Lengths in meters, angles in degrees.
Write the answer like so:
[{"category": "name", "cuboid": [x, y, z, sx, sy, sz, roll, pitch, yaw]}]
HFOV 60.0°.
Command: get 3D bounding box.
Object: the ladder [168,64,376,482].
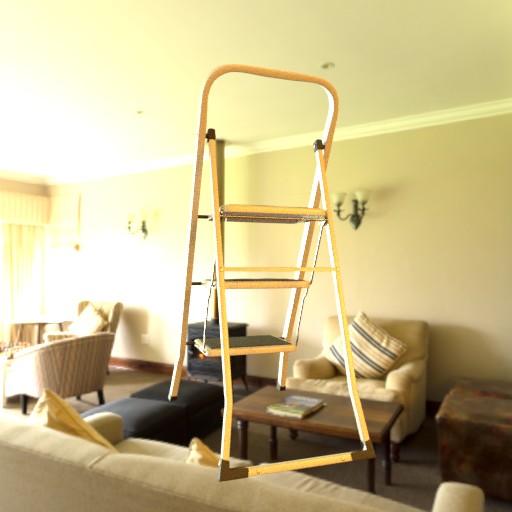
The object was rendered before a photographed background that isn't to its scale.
[{"category": "ladder", "cuboid": [0.000, 0.000, 1.411, 0.460, 1.050, 0.711, 1, -2, -18]}]
